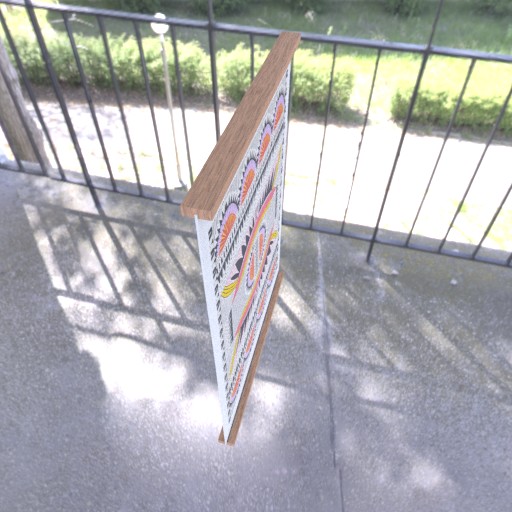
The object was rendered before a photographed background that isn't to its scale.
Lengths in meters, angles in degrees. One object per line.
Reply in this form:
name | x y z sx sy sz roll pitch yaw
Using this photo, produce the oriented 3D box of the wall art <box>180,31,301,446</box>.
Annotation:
wall art | 0.000 0.000 0.696 0.028 0.527 0.403 11 48 10
